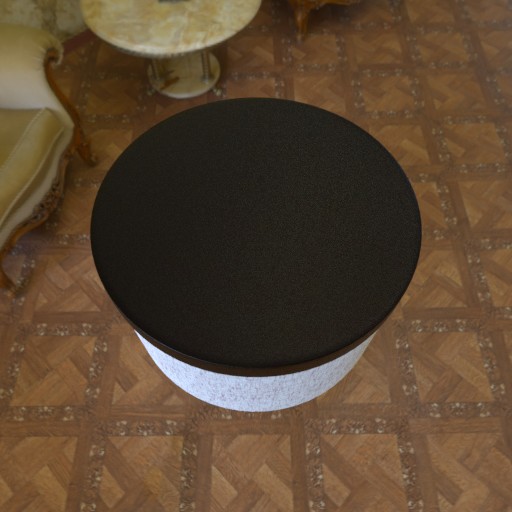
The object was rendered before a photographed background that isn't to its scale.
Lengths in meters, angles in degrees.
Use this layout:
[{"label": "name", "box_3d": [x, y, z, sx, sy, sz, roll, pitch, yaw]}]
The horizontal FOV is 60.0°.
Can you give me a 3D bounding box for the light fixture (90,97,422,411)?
[{"label": "light fixture", "box_3d": [0.000, 0.000, 0.625, 0.389, 0.229, 0.389, 0, 59, 0]}]
